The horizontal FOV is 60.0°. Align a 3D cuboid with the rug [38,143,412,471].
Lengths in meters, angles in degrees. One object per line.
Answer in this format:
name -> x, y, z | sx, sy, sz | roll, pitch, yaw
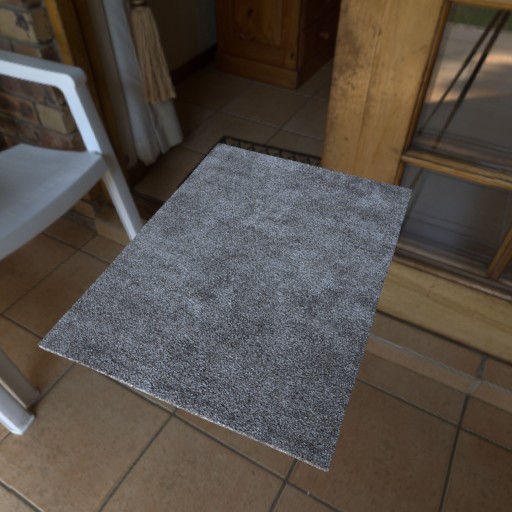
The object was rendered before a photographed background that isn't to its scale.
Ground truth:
rug -> 0.000, 0.000, 2.109 | 1.198, 0.025, 1.601 | 17, 49, 16
